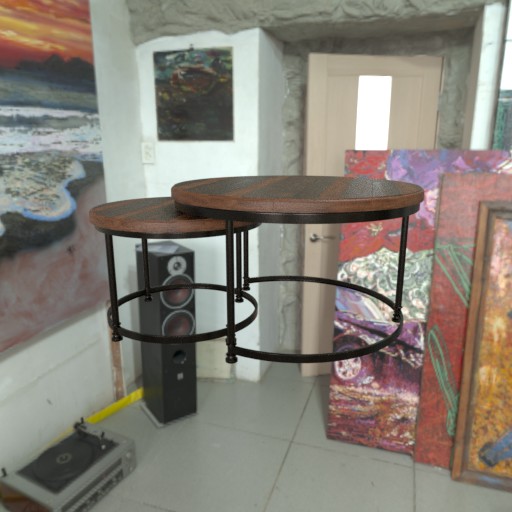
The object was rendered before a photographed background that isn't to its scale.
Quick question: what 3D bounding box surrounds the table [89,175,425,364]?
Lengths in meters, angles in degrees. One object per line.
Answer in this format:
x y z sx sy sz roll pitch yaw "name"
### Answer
0.000 0.000 1.619 1.152 0.516 0.870 -3 15 -10 "table"
